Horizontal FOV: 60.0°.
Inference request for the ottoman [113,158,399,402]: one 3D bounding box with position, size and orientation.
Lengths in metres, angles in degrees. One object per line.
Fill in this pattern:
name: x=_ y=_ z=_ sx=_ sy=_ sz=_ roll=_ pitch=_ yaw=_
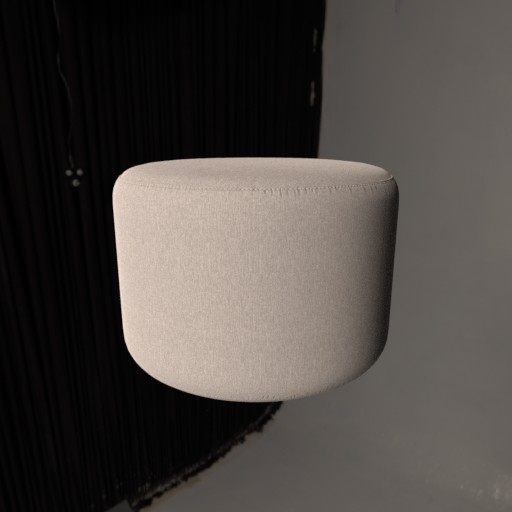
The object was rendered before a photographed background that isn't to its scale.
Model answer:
ottoman: x=0.000 y=0.000 z=1.021 sx=0.608 sy=0.433 sz=0.608 roll=0 pitch=15 yaw=0
